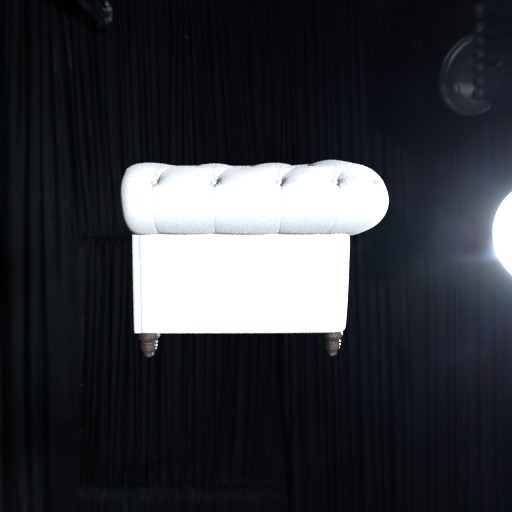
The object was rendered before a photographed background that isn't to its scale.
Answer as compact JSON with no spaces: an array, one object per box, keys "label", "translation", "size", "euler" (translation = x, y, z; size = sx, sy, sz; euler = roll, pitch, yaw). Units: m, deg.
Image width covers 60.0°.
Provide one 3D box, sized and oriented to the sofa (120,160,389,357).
[{"label":"sofa","translation":[0.000,0.000,2.508],"size":[0.986,0.764,1.998],"euler":[0,1,-1]}]
